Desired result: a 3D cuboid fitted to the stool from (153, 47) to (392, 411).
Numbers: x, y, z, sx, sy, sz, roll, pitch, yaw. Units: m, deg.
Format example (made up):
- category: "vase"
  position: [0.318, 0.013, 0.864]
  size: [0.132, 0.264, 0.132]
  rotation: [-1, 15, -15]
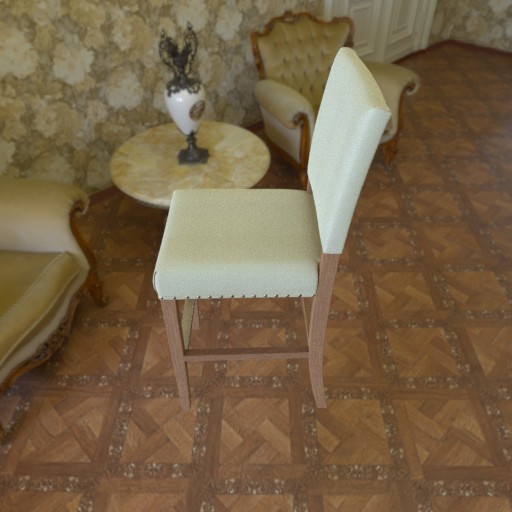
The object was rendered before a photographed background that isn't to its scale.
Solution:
- category: "stool"
  position: [0.000, 0.000, 1.455]
  size: [0.584, 1.168, 0.445]
  rotation: [0, 41, 0]
